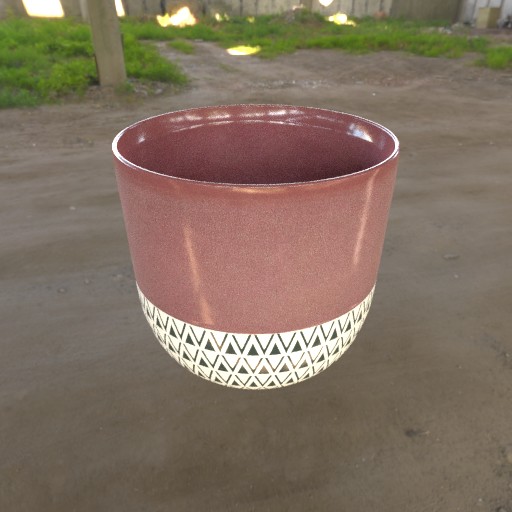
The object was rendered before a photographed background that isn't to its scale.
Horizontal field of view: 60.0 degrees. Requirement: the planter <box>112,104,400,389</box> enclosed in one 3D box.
[{"bbox_3d":[0.000,0.000,0.491,0.266,0.270,0.266,0,31,0],"label":"planter"}]
